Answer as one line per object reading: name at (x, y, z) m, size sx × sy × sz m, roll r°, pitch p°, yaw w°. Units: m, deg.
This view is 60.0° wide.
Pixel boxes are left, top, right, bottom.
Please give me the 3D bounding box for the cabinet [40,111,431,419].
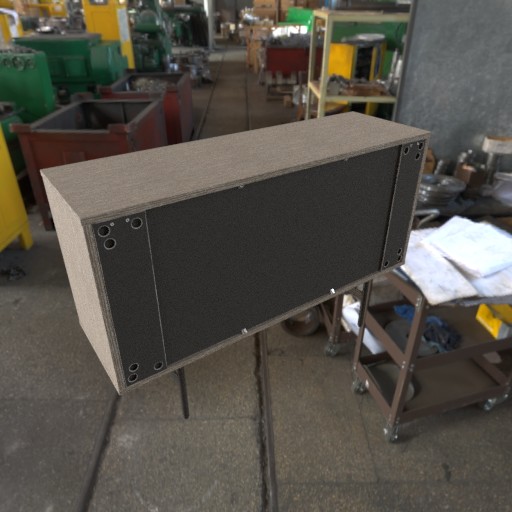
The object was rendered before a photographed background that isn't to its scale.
cabinet at (0.000, 0.000, 1.578) m, size 1.194 × 0.787 × 0.405 m, roll -20°, pitch 36°, yaw -30°
